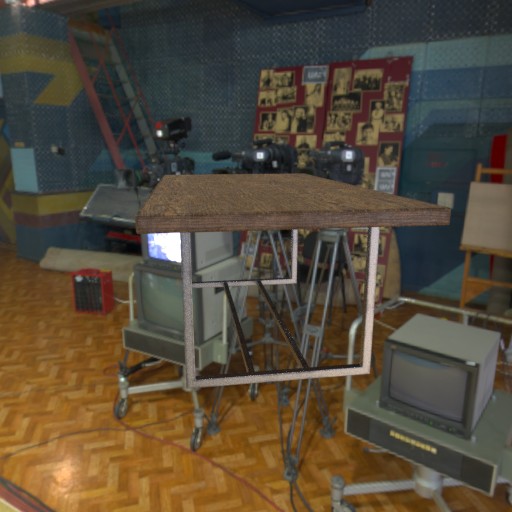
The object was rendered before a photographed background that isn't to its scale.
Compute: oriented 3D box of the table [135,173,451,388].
[{"bbox_3d":[0.000,0.000,2.519,1.078,0.795,1.989,-2,14,-9],"label":"table"}]
